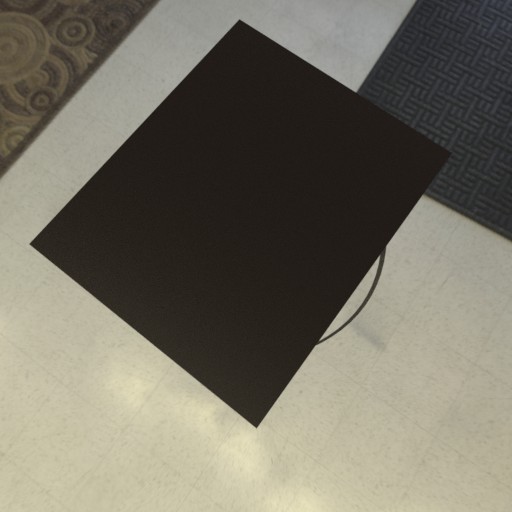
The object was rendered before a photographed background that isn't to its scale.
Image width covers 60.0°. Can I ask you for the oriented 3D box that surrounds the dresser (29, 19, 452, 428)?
[{"bbox_3d":[0.000,0.000,0.756,0.360,0.470,0.400,36,78,9],"label":"dresser"}]
